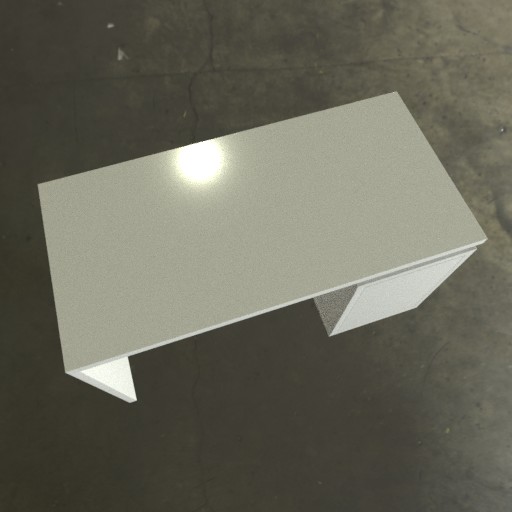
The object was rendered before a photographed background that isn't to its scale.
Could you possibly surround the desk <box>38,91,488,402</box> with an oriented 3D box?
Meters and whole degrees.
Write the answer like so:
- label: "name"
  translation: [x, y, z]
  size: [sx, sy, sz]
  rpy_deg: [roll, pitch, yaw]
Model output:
- label: "desk"
  translation: [0.000, 0.000, 1.858]
  size: [1.400, 0.740, 0.690]
  rpy_deg: [-17, 66, -8]
